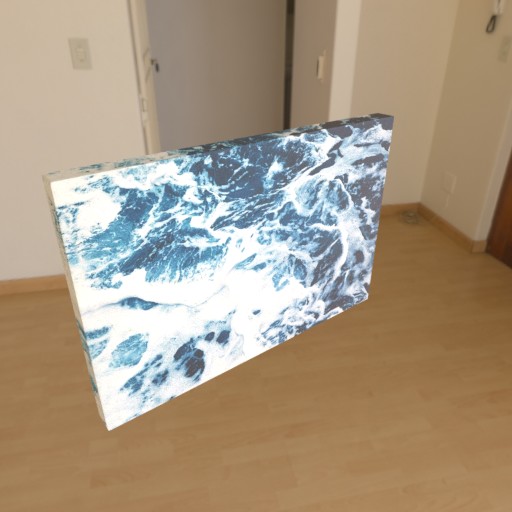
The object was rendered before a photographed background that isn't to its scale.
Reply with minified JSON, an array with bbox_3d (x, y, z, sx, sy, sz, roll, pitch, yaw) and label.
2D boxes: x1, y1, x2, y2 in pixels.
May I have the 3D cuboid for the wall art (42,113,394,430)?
[{"bbox_3d":[0.000,0.000,0.768,0.609,0.407,0.043,-20,34,-32],"label":"wall art"}]
